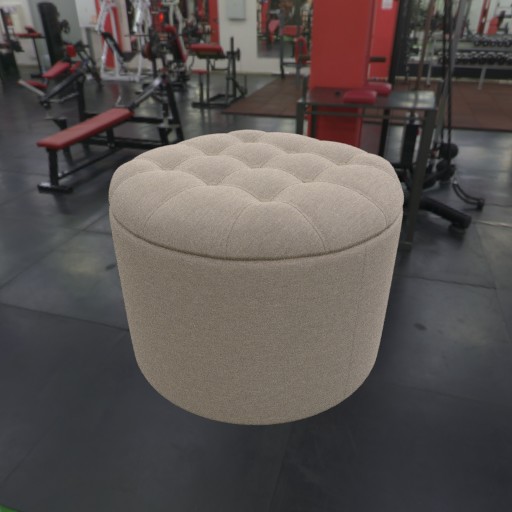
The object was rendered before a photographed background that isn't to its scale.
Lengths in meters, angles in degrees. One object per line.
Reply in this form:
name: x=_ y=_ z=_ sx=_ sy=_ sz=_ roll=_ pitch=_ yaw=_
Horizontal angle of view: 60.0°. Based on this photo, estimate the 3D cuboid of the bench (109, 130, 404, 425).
bench: x=0.000 y=0.000 z=1.011 sx=0.600 sy=0.454 sz=0.600 roll=0 pitch=30 yaw=0
